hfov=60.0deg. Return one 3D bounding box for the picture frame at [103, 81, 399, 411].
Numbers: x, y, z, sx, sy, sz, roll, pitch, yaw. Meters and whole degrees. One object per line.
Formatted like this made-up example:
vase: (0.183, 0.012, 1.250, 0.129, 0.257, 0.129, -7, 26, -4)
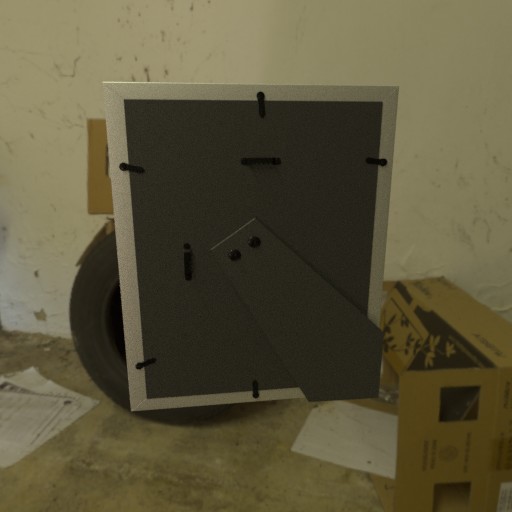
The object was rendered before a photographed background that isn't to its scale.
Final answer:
picture frame: (0.000, 0.000, 0.389, 0.233, 0.282, 0.036, -2, 16, -8)
